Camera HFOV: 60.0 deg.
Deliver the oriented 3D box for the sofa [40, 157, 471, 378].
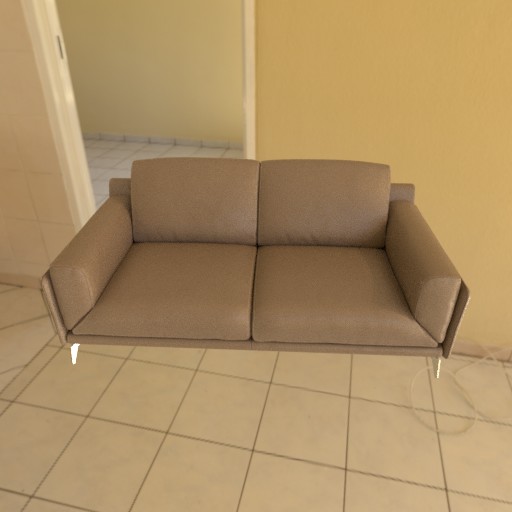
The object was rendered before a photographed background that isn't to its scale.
[{"bbox_3d":[0.000,0.000,2.625,2.101,0.930,1.049,2,30,3],"label":"sofa"}]
